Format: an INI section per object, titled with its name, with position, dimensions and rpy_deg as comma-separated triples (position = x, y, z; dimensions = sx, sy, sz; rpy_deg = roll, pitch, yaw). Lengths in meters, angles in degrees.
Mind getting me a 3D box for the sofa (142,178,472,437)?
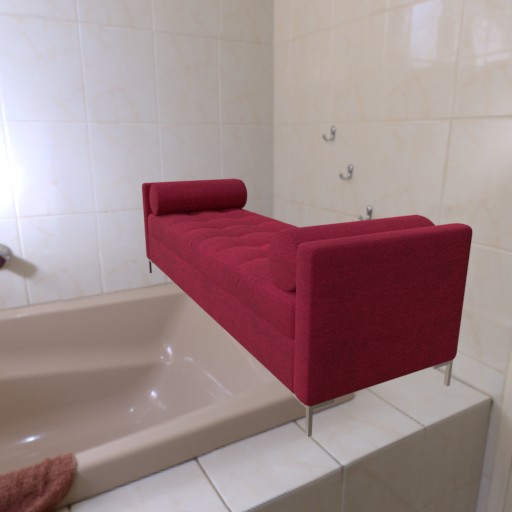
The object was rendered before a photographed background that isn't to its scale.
[sofa]
position = 0.000, 0.000, 2.310
dimensions = 0.686, 0.635, 1.981
rpy_deg = -8, 17, -26
